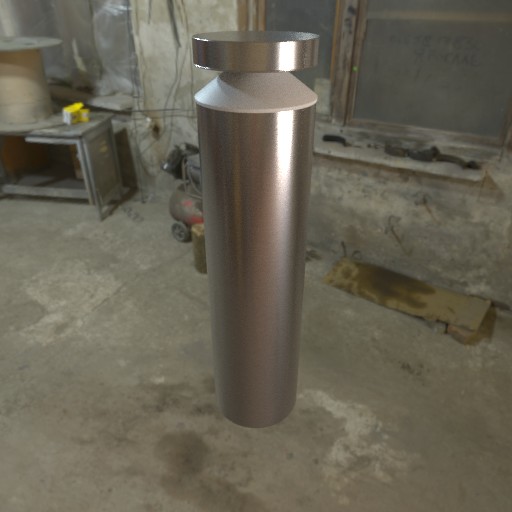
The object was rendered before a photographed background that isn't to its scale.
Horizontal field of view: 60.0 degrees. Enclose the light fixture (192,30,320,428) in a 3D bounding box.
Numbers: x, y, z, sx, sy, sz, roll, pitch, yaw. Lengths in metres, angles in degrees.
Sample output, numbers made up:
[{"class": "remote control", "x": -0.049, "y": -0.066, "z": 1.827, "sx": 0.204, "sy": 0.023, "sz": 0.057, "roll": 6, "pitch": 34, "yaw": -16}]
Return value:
[{"class": "light fixture", "x": 0.000, "y": 0.000, "z": 0.448, "sx": 0.102, "sy": 0.400, "sz": 0.102, "roll": -1, "pitch": 31, "yaw": -2}]
